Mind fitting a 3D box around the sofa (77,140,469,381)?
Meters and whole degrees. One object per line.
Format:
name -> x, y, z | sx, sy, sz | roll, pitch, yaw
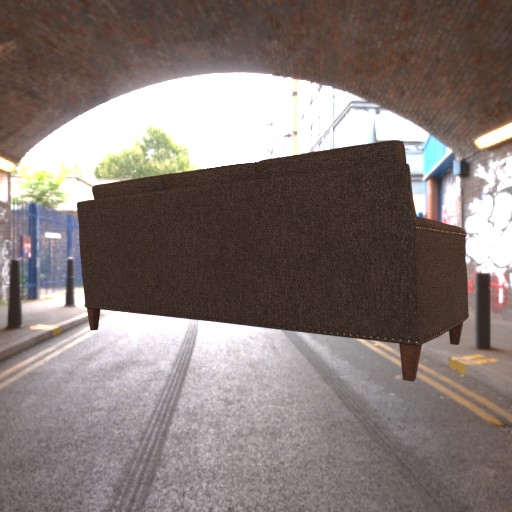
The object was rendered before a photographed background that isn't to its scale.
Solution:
sofa -> 0.000, 0.000, 2.733 | 2.246, 1.003, 1.084 | 0, 0, 35
